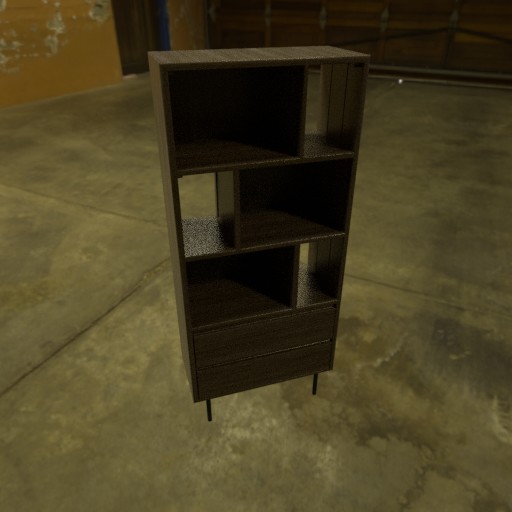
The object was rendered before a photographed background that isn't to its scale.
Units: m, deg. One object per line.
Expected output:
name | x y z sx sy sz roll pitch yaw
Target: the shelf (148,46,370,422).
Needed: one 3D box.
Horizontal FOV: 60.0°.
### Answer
shelf | 0.000 0.000 1.848 0.670 1.545 0.323 -9 32 -15
